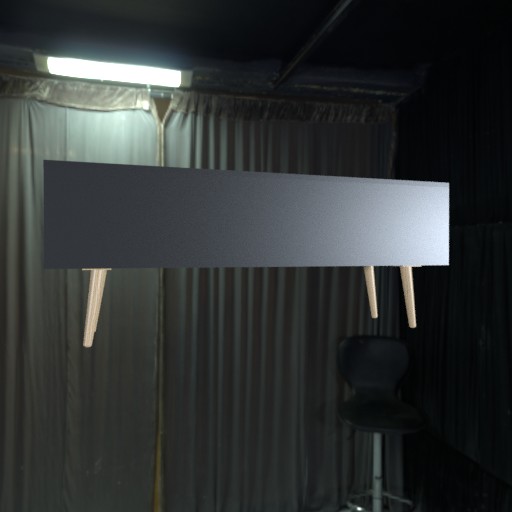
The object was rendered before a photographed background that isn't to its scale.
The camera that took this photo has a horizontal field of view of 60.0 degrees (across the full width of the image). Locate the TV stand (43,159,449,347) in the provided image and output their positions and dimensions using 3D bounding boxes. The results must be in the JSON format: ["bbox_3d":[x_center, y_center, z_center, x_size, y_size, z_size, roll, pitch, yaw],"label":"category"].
[{"bbox_3d":[0.000,0.000,1.562,1.312,0.518,0.390,0,0,-17],"label":"TV stand"}]
